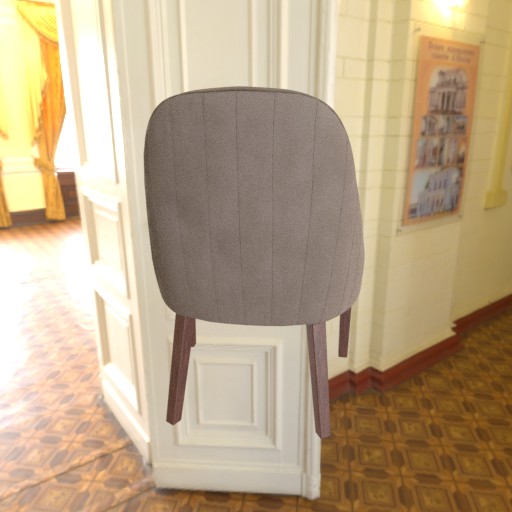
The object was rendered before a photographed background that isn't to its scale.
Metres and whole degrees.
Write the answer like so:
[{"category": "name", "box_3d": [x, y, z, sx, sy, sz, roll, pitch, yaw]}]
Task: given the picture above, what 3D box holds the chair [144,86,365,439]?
[{"category": "chair", "box_3d": [0.000, 0.000, 1.294, 0.643, 0.889, 0.575, 2, 17, 8]}]
